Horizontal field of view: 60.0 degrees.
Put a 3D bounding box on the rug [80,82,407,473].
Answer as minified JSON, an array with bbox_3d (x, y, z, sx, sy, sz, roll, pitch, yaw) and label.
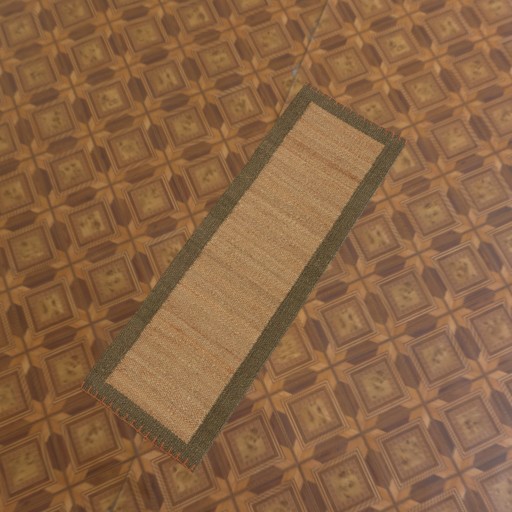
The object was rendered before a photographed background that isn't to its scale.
[{"bbox_3d":[0.000,0.000,2.712,0.810,0.016,2.413,33,78,8],"label":"rug"}]
